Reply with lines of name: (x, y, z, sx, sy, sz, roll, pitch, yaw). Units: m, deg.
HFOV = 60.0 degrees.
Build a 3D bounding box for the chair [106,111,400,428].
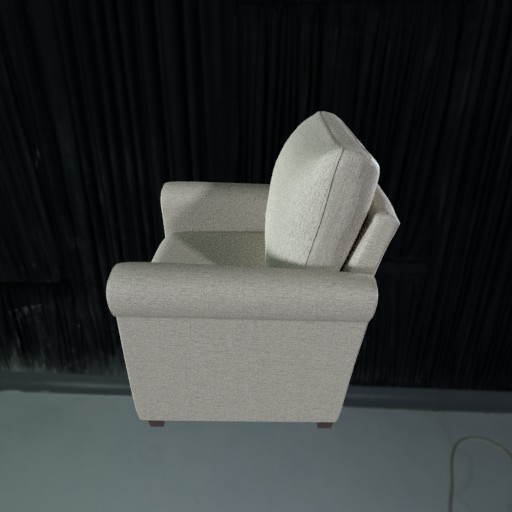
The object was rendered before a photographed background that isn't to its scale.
chair: (0.000, 0.000, 2.340, 1.180, 1.349, 1.275, 0, 28, 1)
